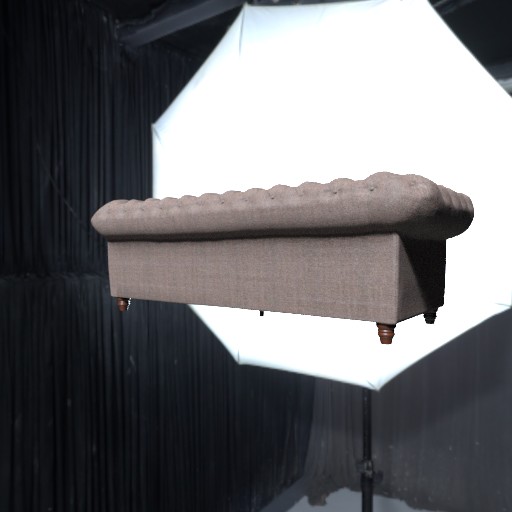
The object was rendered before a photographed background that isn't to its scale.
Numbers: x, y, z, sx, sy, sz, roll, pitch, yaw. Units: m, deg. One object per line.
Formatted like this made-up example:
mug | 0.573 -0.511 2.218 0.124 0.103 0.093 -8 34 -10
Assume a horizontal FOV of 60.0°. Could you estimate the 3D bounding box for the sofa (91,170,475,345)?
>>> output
sofa | 0.000 0.000 2.811 2.385 0.787 0.944 0 1 37
